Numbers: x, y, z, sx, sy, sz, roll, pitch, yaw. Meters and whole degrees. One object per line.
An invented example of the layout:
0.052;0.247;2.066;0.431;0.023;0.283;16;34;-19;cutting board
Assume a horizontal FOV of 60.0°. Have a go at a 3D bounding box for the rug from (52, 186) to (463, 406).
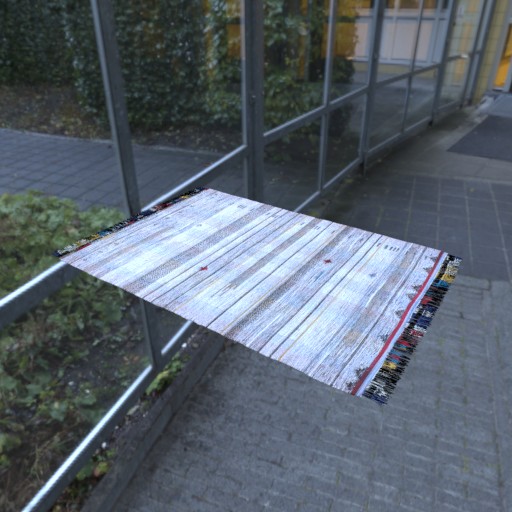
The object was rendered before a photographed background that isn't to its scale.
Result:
0.000;0.000;2.326;1.848;0.012;1.217;19;35;29;rug
